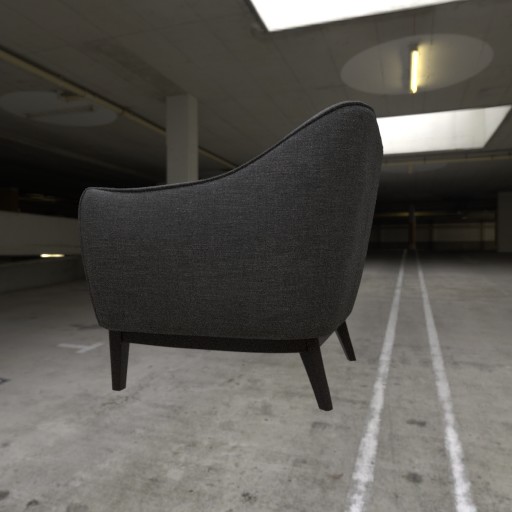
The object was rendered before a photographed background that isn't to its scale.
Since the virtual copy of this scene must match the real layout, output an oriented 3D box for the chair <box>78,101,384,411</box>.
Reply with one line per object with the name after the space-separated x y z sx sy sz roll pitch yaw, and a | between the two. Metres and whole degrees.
0.000 0.000 1.573 0.851 0.829 0.870 0 1 19 | chair
